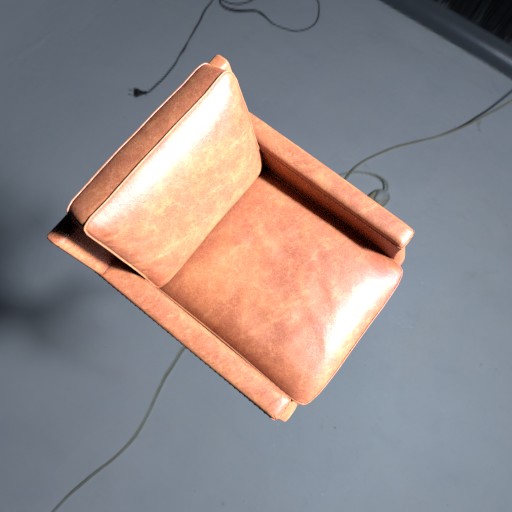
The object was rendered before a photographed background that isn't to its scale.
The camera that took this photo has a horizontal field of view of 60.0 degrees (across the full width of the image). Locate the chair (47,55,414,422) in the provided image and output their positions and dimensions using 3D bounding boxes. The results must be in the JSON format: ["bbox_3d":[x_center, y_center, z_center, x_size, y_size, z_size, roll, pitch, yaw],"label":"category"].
[{"bbox_3d":[0.000,0.000,1.700,1.014,0.943,0.853,38,79,8],"label":"chair"}]
